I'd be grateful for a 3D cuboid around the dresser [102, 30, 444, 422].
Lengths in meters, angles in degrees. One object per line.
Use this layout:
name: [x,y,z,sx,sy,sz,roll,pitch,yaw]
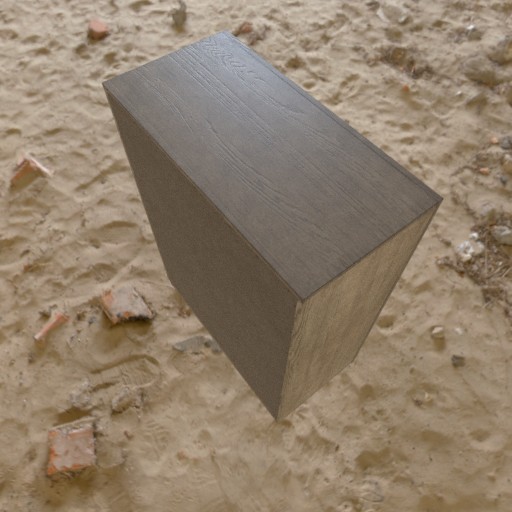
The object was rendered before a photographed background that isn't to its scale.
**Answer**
dresser: [0.000,0.000,1.815,0.483,1.295,0.967,-33,63,-19]
